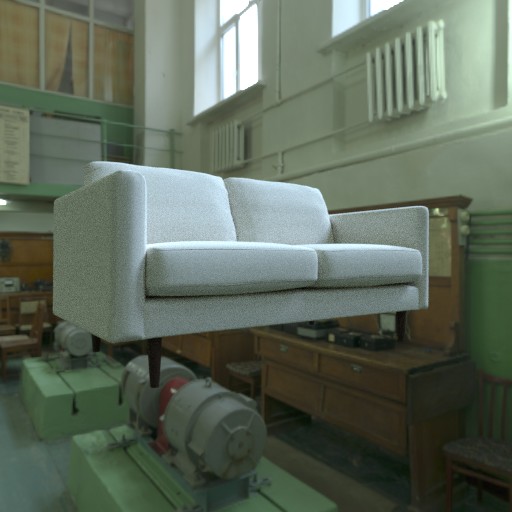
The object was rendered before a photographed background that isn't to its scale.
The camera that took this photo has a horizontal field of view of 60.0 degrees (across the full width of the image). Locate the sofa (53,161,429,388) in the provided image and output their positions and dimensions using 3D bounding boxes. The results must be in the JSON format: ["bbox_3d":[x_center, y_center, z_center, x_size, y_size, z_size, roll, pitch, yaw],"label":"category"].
[{"bbox_3d":[0.000,0.000,2.212,1.713,0.893,0.940,0,0,-36],"label":"sofa"}]
